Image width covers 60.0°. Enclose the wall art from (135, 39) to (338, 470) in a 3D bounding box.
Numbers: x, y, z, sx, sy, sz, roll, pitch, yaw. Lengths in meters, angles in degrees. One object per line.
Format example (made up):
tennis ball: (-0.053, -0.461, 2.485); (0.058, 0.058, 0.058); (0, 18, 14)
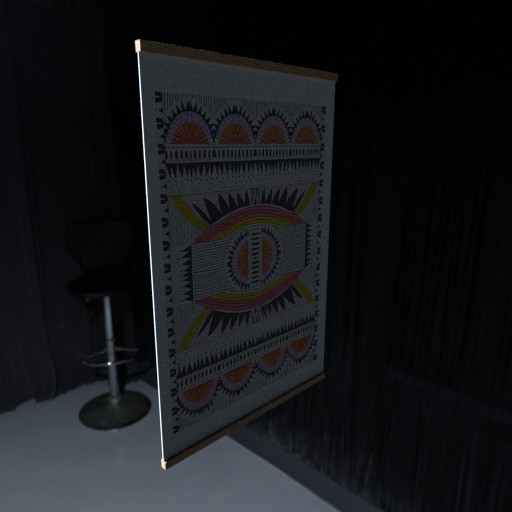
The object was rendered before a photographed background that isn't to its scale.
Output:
wall art: (0.000, 0.000, 1.873); (0.999, 1.533, 0.028); (-13, 20, -42)
